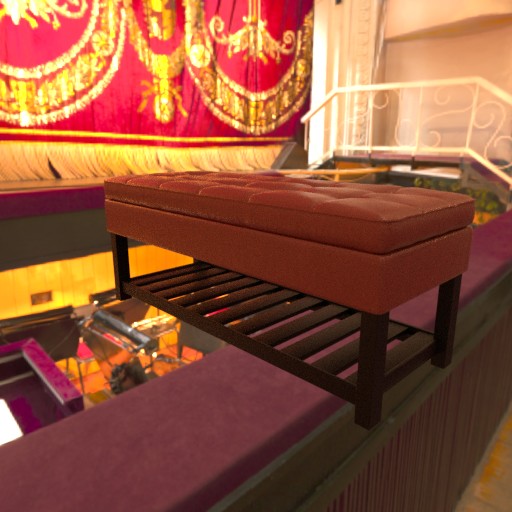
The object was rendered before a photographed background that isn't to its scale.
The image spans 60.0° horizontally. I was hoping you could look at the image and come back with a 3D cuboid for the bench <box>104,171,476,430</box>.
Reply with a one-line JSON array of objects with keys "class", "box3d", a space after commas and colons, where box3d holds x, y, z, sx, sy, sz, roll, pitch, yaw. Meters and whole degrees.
[{"class": "bench", "box3d": [0.000, 0.000, 1.354, 0.432, 0.460, 1.105, -14, 20, -42]}]
